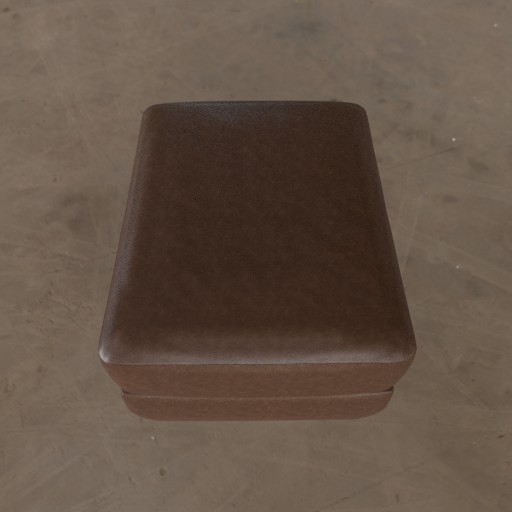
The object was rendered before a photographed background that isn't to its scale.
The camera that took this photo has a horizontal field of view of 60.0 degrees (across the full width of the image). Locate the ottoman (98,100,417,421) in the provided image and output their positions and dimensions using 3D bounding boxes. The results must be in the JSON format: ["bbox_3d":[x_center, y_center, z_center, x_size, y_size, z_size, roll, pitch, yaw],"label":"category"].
[{"bbox_3d":[0.000,0.000,1.135,0.603,0.476,0.751,0,57,0],"label":"ottoman"}]
